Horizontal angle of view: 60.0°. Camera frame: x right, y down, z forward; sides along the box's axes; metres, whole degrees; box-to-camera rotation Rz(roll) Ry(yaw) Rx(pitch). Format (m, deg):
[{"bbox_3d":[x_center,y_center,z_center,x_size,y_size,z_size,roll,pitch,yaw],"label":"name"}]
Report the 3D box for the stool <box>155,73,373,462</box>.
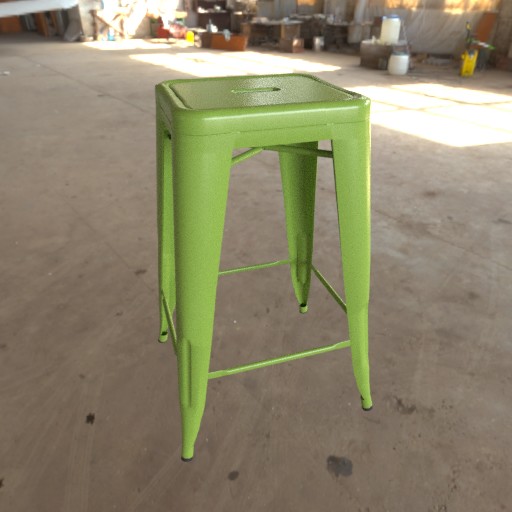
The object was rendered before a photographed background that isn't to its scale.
[{"bbox_3d":[0.000,0.000,0.847,0.398,0.609,0.358,-9,32,-15],"label":"stool"}]
